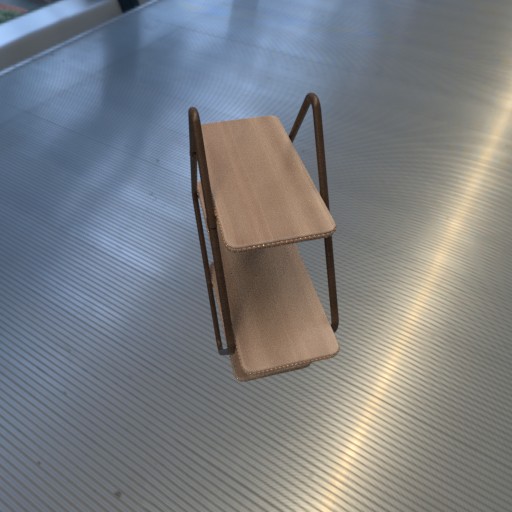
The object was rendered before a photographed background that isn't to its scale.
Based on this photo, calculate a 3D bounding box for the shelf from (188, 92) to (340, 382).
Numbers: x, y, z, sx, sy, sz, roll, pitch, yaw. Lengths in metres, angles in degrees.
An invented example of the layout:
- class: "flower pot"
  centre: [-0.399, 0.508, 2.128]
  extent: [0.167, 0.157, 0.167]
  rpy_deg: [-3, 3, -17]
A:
- class: "shelf"
  centre: [0.000, 0.000, 1.055]
  extent: [0.234, 0.774, 0.609]
  rpy_deg: [-10, 48, -9]
